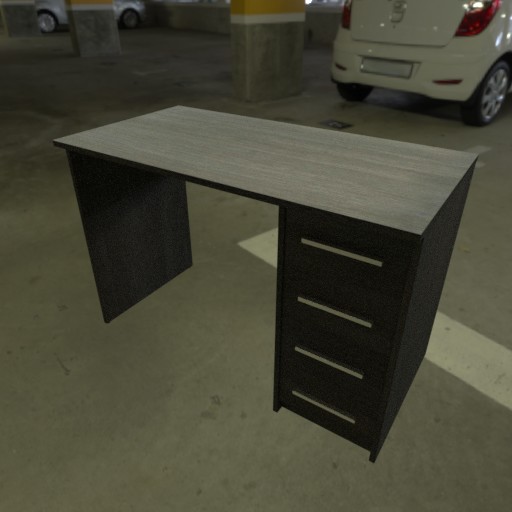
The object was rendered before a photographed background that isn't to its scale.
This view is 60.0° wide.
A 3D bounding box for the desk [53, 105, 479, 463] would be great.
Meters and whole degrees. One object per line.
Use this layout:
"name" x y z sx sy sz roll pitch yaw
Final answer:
"desk" 0.000 0.000 1.459 1.096 0.730 0.560 19 36 28
